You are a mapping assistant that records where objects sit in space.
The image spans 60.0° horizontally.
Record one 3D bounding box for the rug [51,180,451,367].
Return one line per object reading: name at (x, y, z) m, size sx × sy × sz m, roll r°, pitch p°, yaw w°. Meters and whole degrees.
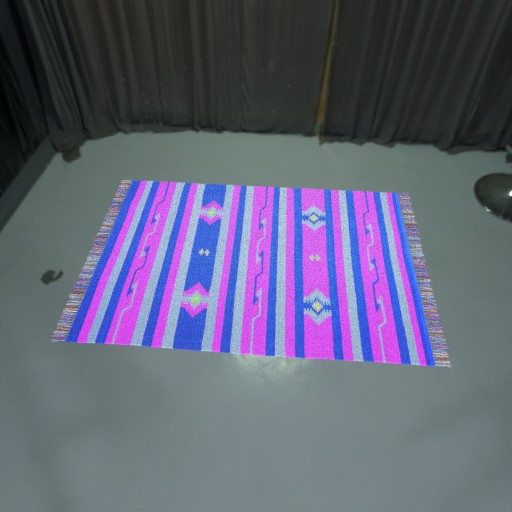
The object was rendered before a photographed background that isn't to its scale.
rug at (0.000, 0.000, 3.064) m, size 2.350 × 0.013 × 1.539 m, roll 3°, pitch 48°, yaw 3°
